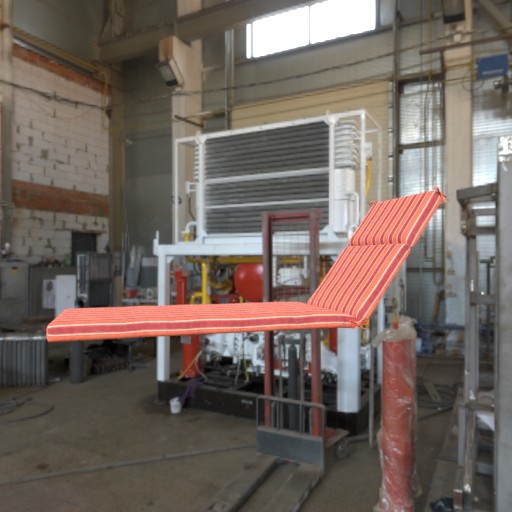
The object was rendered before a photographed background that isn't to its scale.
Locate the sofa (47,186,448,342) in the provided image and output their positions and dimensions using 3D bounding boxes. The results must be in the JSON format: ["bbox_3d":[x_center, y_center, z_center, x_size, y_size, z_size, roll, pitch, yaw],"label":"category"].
[{"bbox_3d":[0.000,0.000,2.003,1.663,0.622,0.582,0,0,-17],"label":"sofa"}]
